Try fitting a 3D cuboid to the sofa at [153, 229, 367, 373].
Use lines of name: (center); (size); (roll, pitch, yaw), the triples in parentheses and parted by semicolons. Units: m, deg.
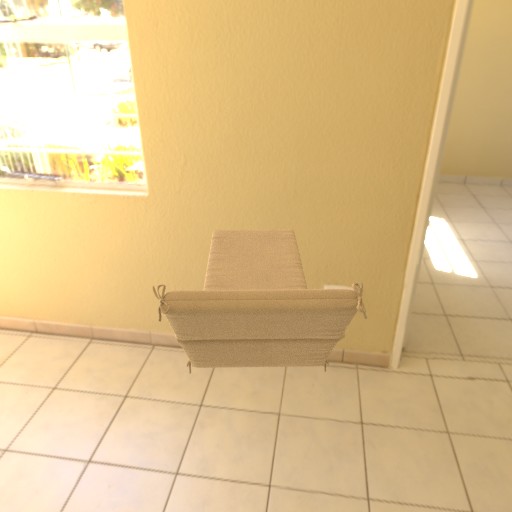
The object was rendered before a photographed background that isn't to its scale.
sofa: (0.000, 0.000, 1.985); (0.582, 0.622, 1.663); (-1, 28, -1)
